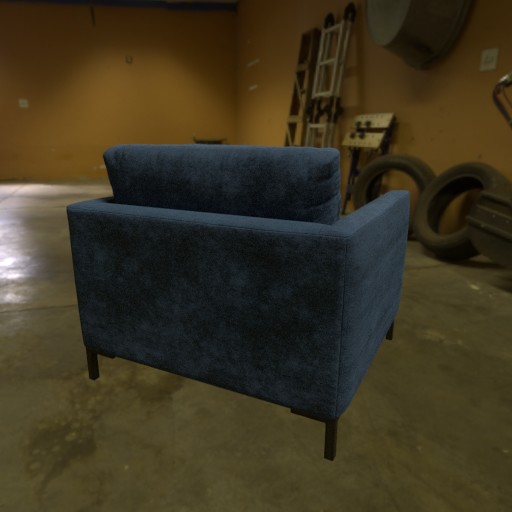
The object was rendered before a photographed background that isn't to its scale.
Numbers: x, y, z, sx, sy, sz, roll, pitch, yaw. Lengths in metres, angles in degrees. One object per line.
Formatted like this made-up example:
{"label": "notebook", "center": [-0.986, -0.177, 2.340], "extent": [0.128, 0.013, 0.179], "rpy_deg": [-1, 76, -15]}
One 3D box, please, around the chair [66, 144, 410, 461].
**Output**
{"label": "chair", "center": [0.000, 0.000, 1.634], "extent": [0.964, 0.812, 0.875], "rpy_deg": [8, 17, 26]}
